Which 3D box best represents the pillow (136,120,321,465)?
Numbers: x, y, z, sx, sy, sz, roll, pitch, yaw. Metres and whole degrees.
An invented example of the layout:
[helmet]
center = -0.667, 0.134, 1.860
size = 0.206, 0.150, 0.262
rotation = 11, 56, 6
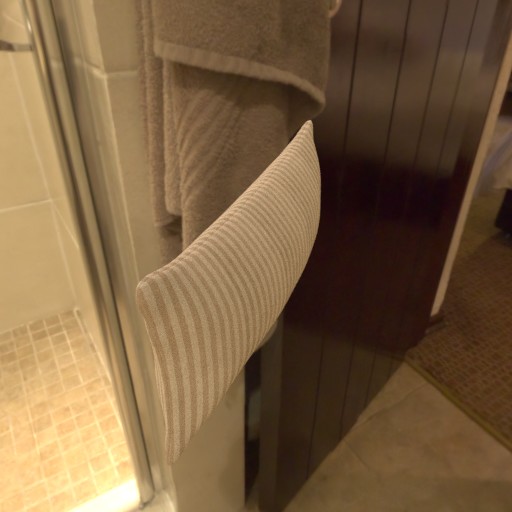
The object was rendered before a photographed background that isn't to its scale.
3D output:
[pillow]
center = 0.000, 0.000, 0.743
size = 0.151, 0.295, 0.617
rotation = 12, 34, 18
